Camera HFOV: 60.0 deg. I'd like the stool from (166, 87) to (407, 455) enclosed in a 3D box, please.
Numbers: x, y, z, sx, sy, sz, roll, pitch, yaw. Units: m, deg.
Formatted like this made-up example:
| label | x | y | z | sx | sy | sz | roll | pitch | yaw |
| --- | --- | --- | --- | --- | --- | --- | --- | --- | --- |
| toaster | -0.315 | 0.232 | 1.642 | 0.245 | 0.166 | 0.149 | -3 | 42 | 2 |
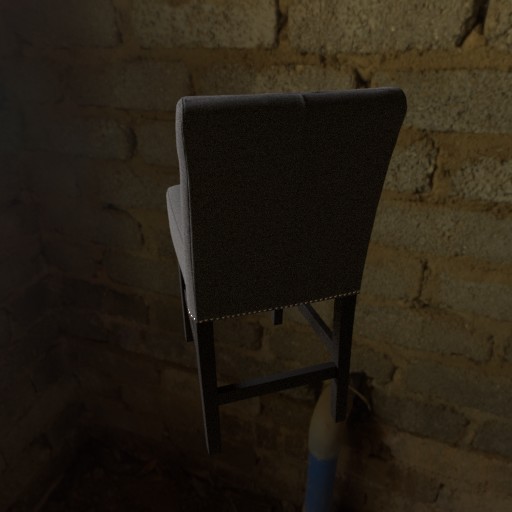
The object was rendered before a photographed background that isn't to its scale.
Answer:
| label | x | y | z | sx | sy | sz | roll | pitch | yaw |
| --- | --- | --- | --- | --- | --- | --- | --- | --- | --- |
| stool | 0.000 | 0.000 | 1.171 | 0.427 | 0.885 | 0.571 | -8 | 29 | -15 |
